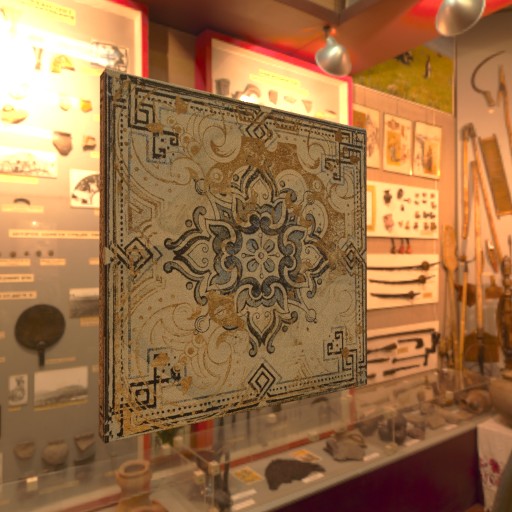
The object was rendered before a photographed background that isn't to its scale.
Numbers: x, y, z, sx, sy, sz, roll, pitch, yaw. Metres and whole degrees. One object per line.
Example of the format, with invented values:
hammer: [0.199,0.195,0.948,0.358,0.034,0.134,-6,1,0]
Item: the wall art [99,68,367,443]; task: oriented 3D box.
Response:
wall art: [0.000,0.000,0.897,0.609,0.607,0.036,0,-1,-34]
